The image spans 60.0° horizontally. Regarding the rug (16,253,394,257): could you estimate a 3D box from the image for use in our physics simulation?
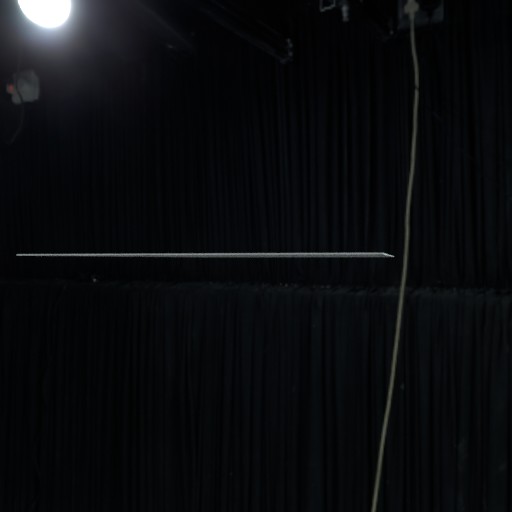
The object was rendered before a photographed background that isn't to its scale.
[{"bbox_3d":[0.000,0.000,4.003,2.330,0.010,3.061,0,0,18],"label":"rug"}]
